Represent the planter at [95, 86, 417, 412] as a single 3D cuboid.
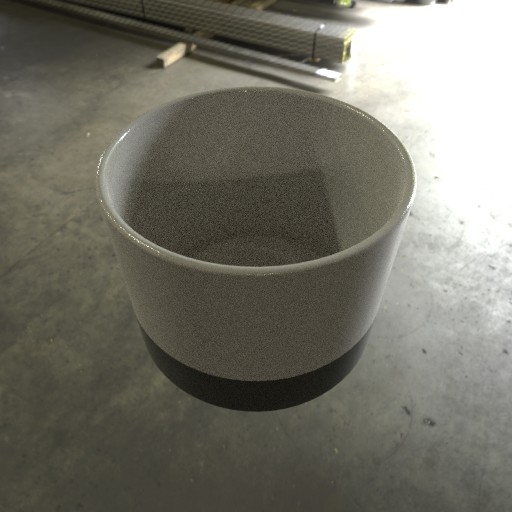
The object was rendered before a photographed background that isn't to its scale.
[{"bbox_3d":[0.000,0.000,0.336,0.193,0.177,0.193,0,46,0],"label":"planter"}]
